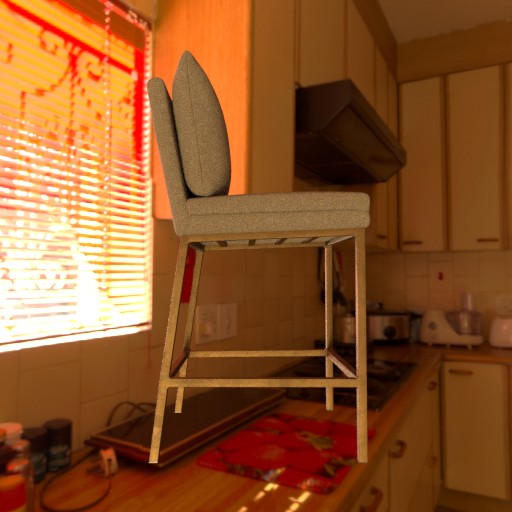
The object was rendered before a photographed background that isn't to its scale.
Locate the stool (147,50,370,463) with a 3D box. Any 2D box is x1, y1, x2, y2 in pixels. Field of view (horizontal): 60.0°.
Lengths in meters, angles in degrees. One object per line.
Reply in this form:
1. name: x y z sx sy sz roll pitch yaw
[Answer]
1. stool: 0.000 0.000 1.322 0.569 1.031 0.463 0 -2 -1
